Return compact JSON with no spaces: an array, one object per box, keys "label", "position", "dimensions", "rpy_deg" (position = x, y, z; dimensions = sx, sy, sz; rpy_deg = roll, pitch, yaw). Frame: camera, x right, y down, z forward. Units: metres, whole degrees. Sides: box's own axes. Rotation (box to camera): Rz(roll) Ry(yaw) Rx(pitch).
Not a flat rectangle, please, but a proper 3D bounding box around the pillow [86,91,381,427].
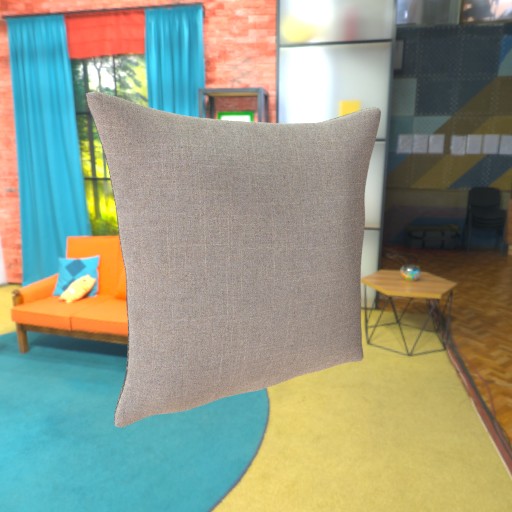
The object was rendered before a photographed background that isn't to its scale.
[{"label":"pillow","position":[0.000,0.000,0.647],"dimensions":[0.435,0.432,0.138],"rpy_deg":[-7,15,-27]}]
